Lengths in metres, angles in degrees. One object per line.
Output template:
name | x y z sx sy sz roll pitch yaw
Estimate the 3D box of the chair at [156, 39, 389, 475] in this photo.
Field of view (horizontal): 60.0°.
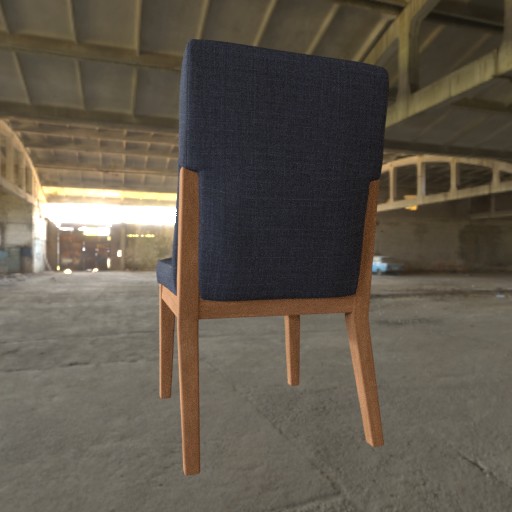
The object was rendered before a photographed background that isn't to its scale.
chair | 0.000 0.000 1.242 0.507 0.911 0.586 0 0 -18
